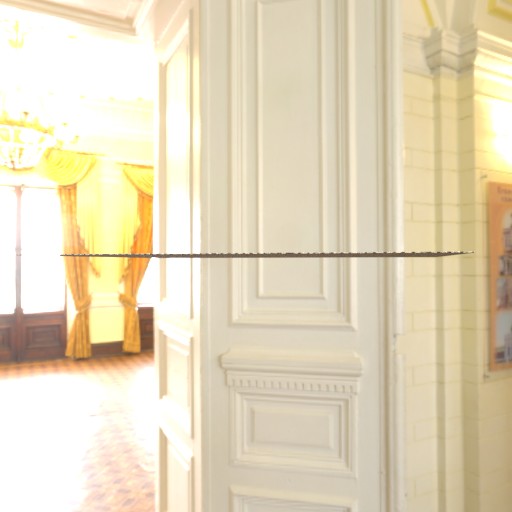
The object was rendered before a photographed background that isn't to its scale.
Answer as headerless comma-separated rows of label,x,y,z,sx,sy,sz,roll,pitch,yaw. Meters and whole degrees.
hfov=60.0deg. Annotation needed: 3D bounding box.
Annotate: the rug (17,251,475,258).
rug,0.000,0.000,2.162,1.750,0.004,1.177,0,-1,17
